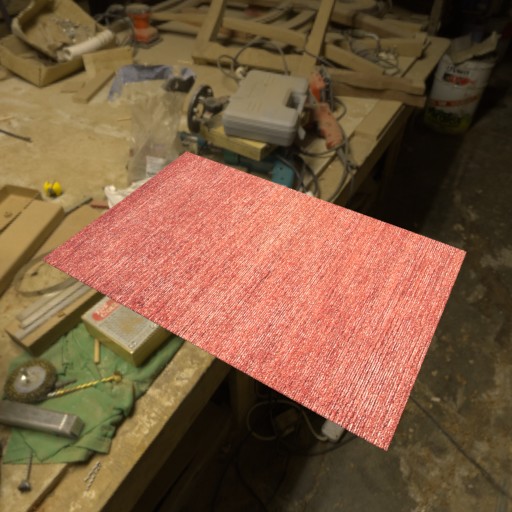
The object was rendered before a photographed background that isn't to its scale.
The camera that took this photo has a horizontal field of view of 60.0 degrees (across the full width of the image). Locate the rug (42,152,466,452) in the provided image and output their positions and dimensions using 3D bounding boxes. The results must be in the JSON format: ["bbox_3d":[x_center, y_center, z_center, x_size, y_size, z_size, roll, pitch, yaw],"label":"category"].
[{"bbox_3d":[0.000,0.000,2.172,1.747,0.011,1.139,24,50,22],"label":"rug"}]
